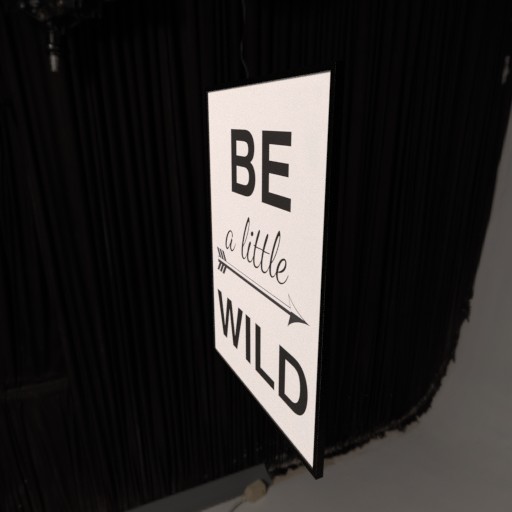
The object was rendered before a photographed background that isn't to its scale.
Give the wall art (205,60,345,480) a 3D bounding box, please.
[{"bbox_3d":[0.000,0.000,0.776,0.013,0.582,0.442,-8,18,-25],"label":"wall art"}]
